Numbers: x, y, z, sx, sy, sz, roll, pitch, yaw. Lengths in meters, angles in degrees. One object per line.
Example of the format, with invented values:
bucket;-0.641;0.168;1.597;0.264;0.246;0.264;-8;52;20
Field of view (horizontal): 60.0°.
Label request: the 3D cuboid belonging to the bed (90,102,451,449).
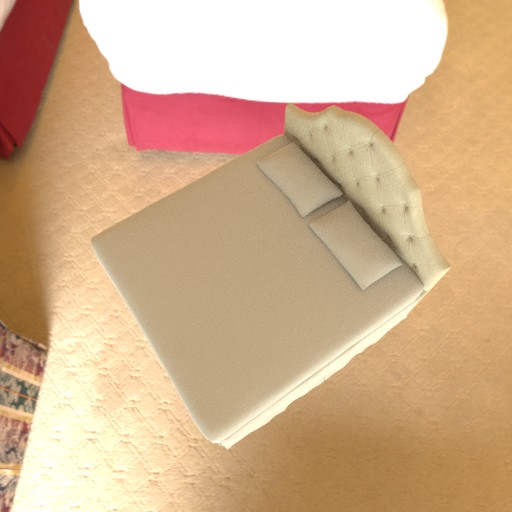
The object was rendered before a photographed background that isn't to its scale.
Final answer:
bed;0.000;0.000;3.477;2.086;1.555;2.012;-32;68;-15
